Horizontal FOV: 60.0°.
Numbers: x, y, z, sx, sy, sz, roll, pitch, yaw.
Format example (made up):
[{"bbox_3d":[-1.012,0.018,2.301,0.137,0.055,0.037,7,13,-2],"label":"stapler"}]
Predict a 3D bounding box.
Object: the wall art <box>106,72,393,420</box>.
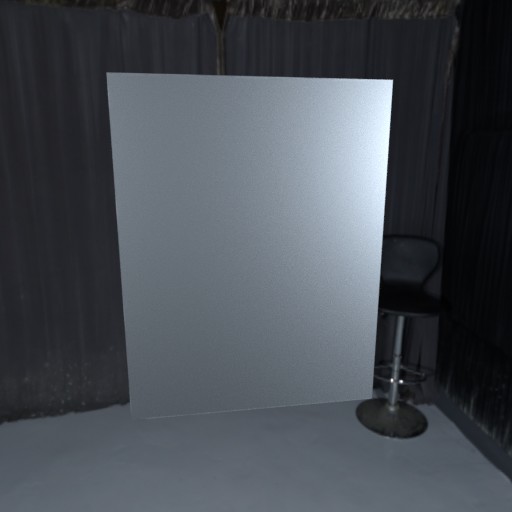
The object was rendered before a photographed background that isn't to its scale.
[{"bbox_3d":[0.000,0.000,1.383,0.816,1.046,0.030,-2,13,-9],"label":"wall art"}]
